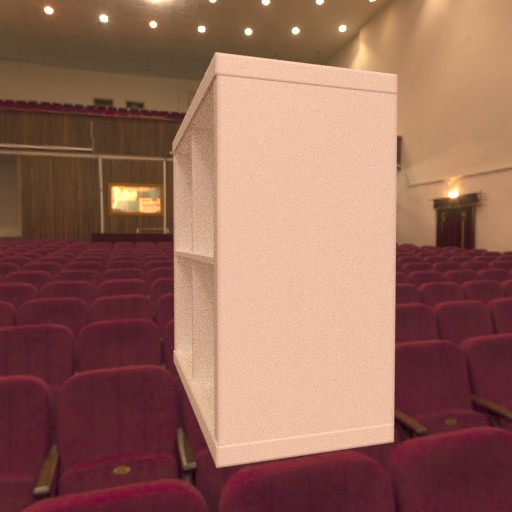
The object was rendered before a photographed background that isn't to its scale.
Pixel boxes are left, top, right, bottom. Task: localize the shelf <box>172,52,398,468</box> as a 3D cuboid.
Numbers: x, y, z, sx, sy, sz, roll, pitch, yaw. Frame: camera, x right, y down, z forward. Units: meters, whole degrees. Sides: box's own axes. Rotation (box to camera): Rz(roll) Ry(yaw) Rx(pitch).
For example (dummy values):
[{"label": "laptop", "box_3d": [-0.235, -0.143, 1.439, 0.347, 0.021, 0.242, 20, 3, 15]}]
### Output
[{"label": "shelf", "box_3d": [0.000, 0.000, 1.271, 0.390, 0.786, 0.790, -1, 2, -16]}]
